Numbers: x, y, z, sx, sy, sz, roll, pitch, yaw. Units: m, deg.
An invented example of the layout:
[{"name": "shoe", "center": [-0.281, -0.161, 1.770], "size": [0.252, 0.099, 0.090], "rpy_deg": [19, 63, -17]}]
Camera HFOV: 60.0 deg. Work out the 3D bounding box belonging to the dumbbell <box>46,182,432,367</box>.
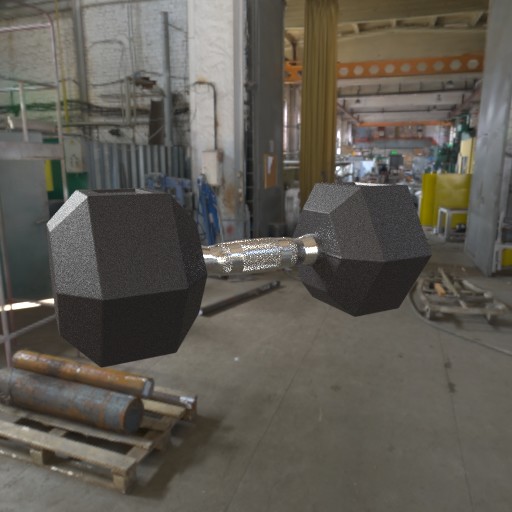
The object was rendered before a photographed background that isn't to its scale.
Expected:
[{"name": "dumbbell", "center": [0.000, 0.000, 0.402], "size": [0.337, 0.123, 0.142], "rpy_deg": [-6, 14, -26]}]
